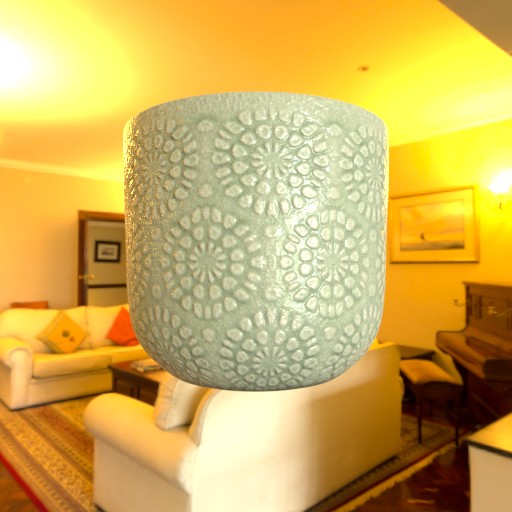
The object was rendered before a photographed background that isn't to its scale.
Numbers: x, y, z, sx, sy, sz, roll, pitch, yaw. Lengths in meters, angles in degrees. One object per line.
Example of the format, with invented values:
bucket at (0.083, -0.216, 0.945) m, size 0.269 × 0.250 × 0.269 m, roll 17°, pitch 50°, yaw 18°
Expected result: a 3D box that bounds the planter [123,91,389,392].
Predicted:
planter at (0.000, 0.000, 0.293) m, size 0.169 × 0.153 × 0.169 m, roll 0°, pitch -2°, yaw 0°
